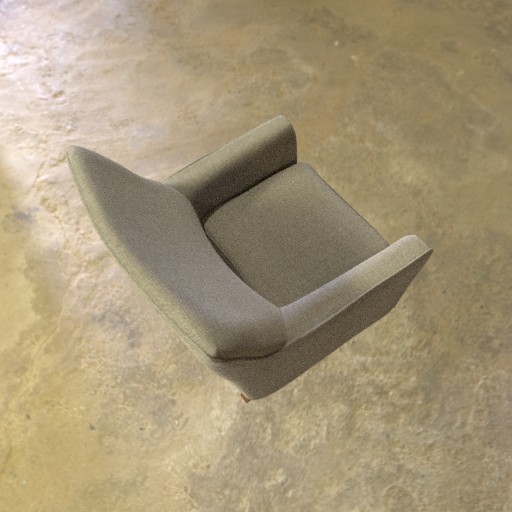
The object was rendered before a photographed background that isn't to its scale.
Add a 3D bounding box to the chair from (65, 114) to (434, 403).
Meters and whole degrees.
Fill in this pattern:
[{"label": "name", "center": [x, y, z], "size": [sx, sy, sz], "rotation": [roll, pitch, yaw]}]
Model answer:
[{"label": "chair", "center": [0.000, 0.000, 1.773], "size": [0.993, 1.047, 0.887], "rotation": [-32, 63, -18]}]
